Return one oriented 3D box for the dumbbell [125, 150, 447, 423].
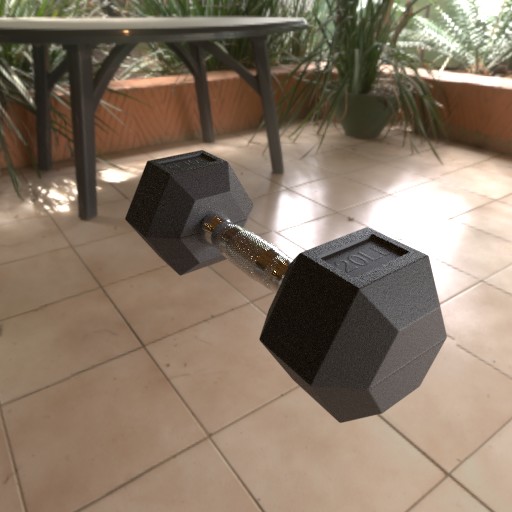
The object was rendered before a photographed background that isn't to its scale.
[{"bbox_3d":[0.000,0.000,0.355,0.116,0.101,0.297,-20,36,-31],"label":"dumbbell"}]
